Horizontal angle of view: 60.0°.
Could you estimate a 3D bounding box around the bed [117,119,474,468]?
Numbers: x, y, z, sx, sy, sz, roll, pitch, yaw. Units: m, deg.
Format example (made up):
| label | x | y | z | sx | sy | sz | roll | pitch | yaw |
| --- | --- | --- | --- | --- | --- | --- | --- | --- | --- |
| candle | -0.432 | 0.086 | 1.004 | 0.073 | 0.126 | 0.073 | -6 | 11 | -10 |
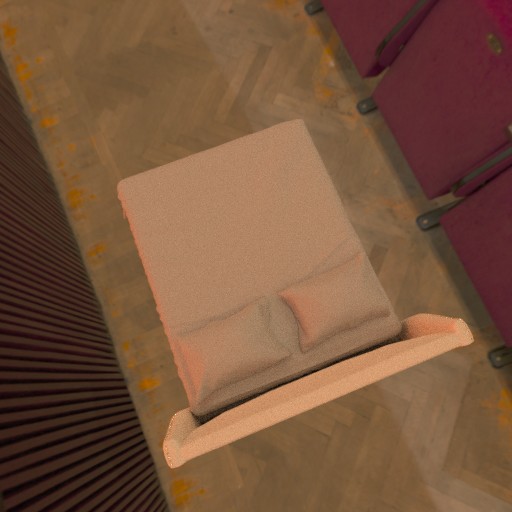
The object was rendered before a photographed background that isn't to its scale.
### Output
| label | x | y | z | sx | sy | sz | roll | pitch | yaw |
| --- | --- | --- | --- | --- | --- | --- | --- | --- | --- |
| bed | 0.000 | 0.000 | 3.420 | 1.925 | 1.332 | 2.276 | -21 | 75 | -6 |
